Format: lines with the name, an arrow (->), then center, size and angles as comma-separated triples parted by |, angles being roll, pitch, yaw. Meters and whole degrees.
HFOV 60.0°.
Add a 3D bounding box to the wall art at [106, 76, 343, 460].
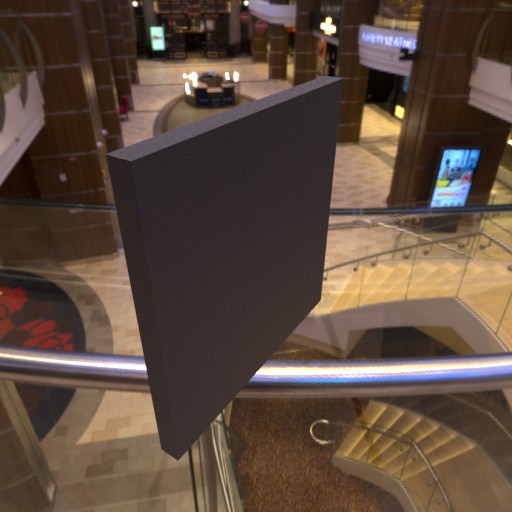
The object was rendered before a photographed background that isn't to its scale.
wall art -> 0.000, 0.000, 0.768 | 0.038, 0.507, 0.507 | 20, 38, 28
